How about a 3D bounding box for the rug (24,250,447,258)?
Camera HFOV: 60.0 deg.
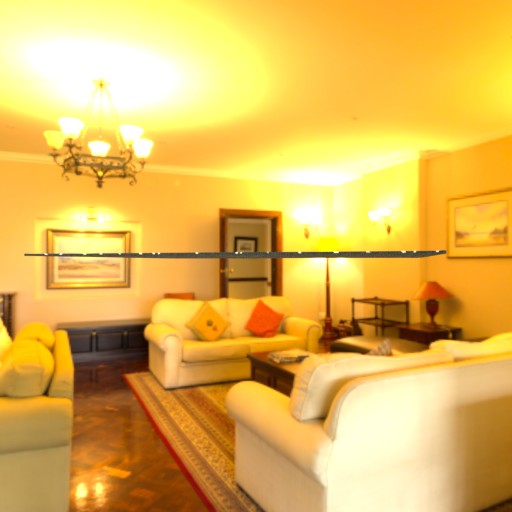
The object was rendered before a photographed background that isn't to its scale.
[{"bbox_3d":[0.000,0.000,4.153,3.047,0.022,2.439,0,-1,17],"label":"rug"}]
